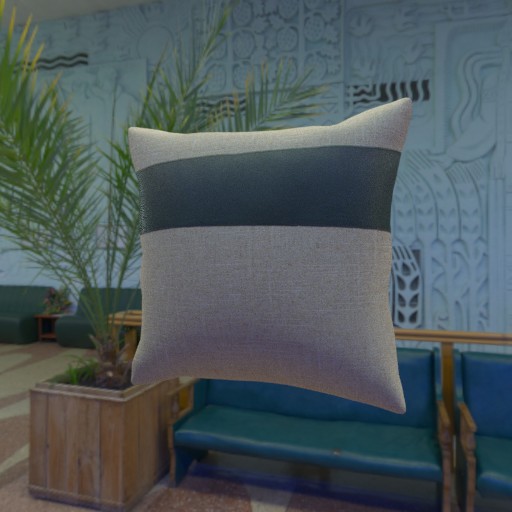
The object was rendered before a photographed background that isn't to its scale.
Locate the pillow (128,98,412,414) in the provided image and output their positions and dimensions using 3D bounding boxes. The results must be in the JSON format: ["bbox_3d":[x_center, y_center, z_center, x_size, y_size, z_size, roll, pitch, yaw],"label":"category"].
[{"bbox_3d":[0.000,0.000,0.623,0.414,0.399,0.173,0,0,18],"label":"pillow"}]
